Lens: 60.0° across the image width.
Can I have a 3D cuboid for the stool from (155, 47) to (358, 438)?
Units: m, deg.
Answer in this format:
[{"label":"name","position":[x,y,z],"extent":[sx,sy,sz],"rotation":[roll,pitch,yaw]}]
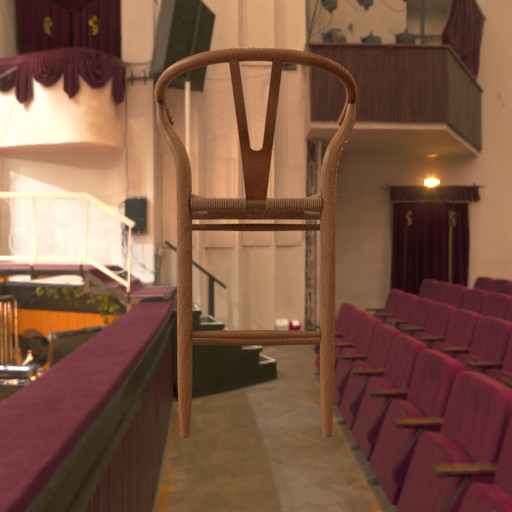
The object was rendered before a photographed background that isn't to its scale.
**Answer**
[{"label":"stool","position":[0.000,0.000,1.252],"extent":[0.536,0.923,0.575],"rotation":[0,1,0]}]
